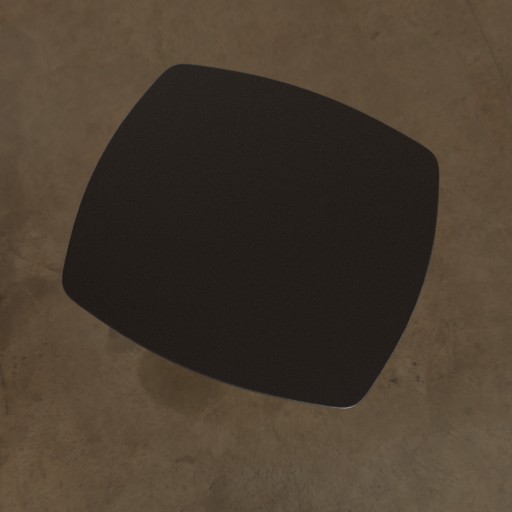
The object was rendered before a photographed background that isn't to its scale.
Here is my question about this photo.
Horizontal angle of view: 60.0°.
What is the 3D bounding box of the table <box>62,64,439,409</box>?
[{"bbox_3d":[0.000,0.000,0.862,0.508,0.457,0.457,21,78,5],"label":"table"}]
